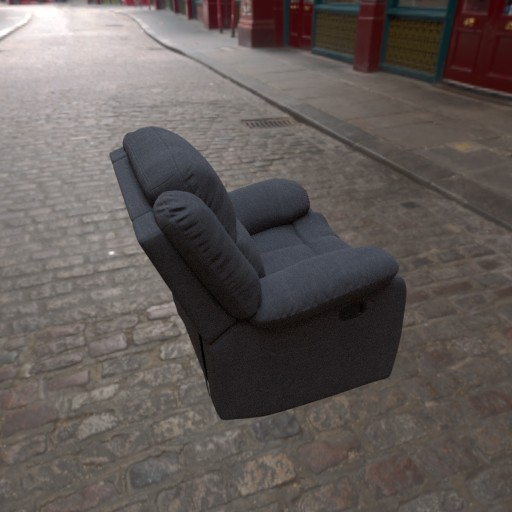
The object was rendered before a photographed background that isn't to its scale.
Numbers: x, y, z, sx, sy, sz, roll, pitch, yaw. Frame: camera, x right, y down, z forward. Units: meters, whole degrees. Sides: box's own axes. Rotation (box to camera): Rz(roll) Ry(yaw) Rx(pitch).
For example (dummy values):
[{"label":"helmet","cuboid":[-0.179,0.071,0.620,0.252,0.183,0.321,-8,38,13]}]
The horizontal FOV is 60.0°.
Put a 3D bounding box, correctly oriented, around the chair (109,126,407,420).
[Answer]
[{"label":"chair","cuboid":[0.000,0.000,1.764,0.944,1.008,0.899,-11,32,-18]}]
